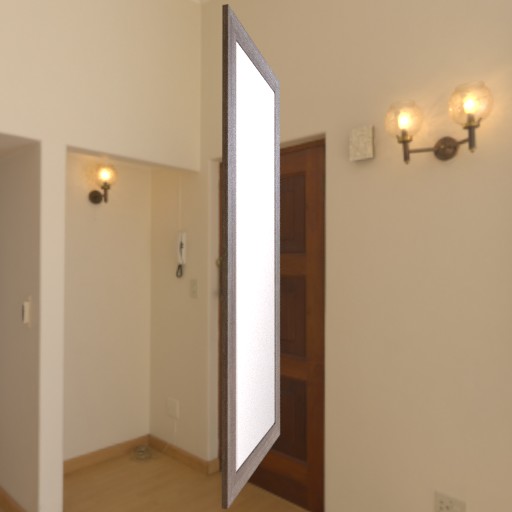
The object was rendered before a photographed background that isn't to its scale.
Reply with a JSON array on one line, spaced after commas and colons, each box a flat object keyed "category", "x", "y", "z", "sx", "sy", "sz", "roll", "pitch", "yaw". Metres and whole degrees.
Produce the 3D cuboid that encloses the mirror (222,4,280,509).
[{"category": "mirror", "x": 0.000, "y": 0.000, "z": 2.172, "sx": 0.025, "sy": 2.032, "sz": 0.812, "roll": 0, "pitch": -1, "yaw": 18}]
